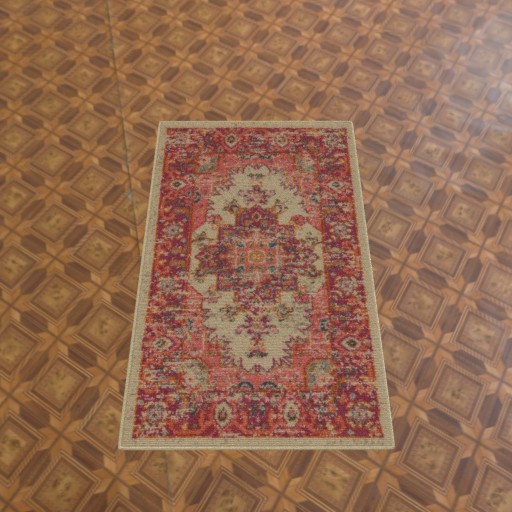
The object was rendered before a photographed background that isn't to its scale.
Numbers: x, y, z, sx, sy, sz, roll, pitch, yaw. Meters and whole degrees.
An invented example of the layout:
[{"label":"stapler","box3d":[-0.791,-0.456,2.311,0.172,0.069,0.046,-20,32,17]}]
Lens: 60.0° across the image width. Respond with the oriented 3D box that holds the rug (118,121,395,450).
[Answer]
[{"label":"rug","box3d":[0.000,0.000,1.081,0.556,0.004,0.868,0,63,0]}]
